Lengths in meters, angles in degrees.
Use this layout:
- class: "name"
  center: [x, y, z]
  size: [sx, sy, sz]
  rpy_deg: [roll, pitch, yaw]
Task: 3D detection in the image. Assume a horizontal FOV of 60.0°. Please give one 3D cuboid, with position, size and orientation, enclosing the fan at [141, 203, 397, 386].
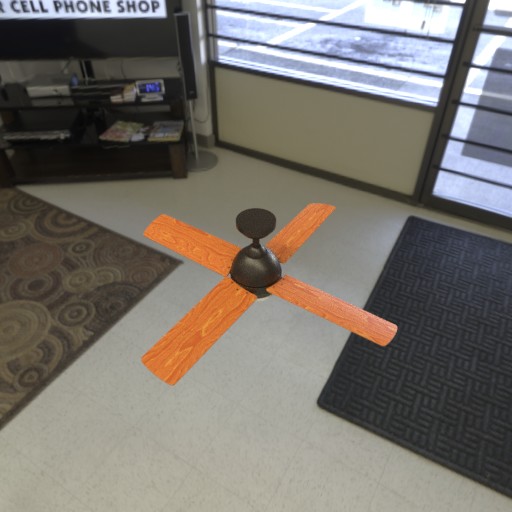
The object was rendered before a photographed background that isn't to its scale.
- class: "fan"
  center: [0.000, 0.000, 1.985]
  size: [1.332, 0.403, 1.332]
  rpy_deg: [24, 47, 25]
